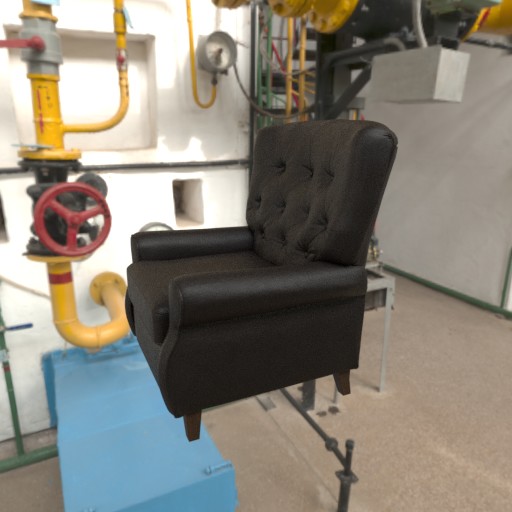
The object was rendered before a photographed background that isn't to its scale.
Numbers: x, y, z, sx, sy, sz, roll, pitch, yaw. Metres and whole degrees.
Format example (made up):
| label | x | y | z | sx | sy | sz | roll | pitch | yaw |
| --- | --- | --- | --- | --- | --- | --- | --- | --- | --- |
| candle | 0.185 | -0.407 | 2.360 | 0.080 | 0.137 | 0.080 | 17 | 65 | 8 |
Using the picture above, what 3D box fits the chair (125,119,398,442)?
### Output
| label | x | y | z | sx | sy | sz | roll | pitch | yaw |
| --- | --- | --- | --- | --- | --- | --- | --- | --- | --- |
| chair | 0.000 | 0.000 | 1.954 | 1.058 | 1.158 | 0.948 | -7 | 18 | -24 |
